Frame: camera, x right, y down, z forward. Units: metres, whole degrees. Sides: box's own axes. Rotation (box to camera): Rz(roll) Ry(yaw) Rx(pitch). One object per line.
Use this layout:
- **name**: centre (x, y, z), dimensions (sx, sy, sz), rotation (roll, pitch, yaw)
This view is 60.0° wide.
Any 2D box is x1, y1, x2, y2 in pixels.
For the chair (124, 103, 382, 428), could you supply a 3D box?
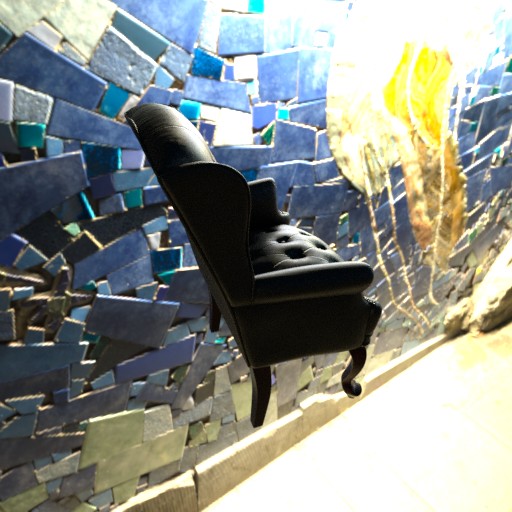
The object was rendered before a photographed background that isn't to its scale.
- **chair**: centre (0.000, 0.000, 1.656), dimensions (0.762, 1.111, 0.838), rotation (-11, 33, -18)
